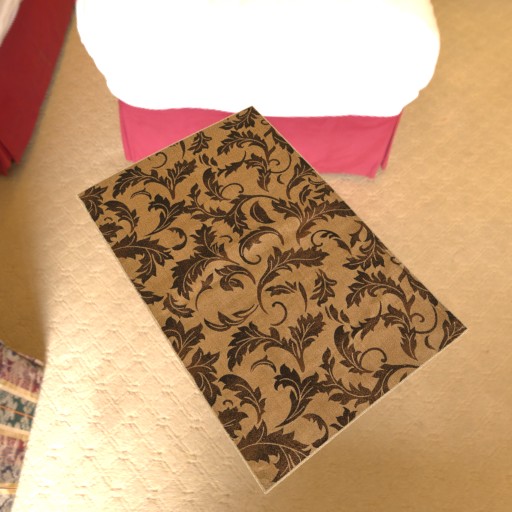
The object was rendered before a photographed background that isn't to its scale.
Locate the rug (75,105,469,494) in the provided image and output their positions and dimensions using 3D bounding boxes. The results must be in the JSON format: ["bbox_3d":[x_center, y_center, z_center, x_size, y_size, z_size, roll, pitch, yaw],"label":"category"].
[{"bbox_3d":[0.000,0.000,2.882,1.522,0.008,2.284,-32,67,-16],"label":"rug"}]
